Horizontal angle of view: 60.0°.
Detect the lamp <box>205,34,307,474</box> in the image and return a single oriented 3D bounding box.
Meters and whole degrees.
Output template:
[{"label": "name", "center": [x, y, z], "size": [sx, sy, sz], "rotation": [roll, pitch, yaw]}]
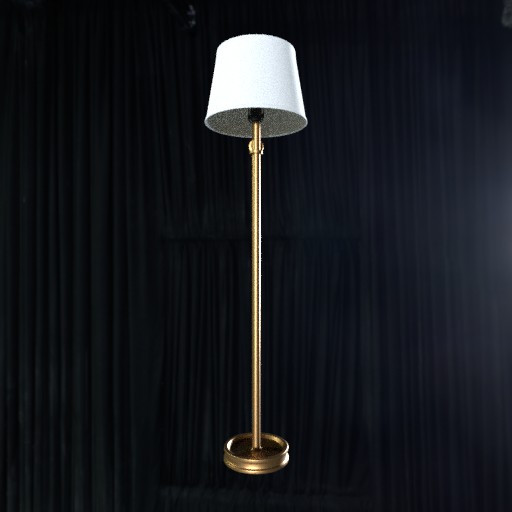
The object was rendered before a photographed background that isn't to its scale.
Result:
[{"label": "lamp", "center": [0.000, 0.000, 0.778], "size": [0.178, 0.710, 0.178], "rotation": [0, 0, 0]}]
